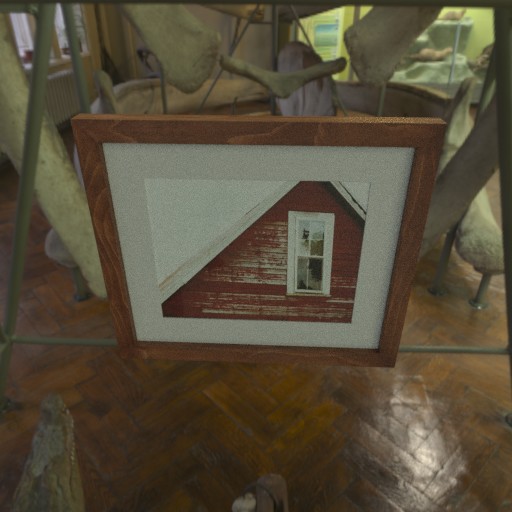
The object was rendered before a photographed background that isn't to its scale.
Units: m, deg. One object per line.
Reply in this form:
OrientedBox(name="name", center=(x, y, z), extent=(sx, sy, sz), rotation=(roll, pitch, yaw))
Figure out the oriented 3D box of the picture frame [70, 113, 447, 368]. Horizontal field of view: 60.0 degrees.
OrientedBox(name="picture frame", center=(0.000, 0.000, 0.542), extent=(0.381, 0.330, 0.025), rotation=(1, 31, 2))
